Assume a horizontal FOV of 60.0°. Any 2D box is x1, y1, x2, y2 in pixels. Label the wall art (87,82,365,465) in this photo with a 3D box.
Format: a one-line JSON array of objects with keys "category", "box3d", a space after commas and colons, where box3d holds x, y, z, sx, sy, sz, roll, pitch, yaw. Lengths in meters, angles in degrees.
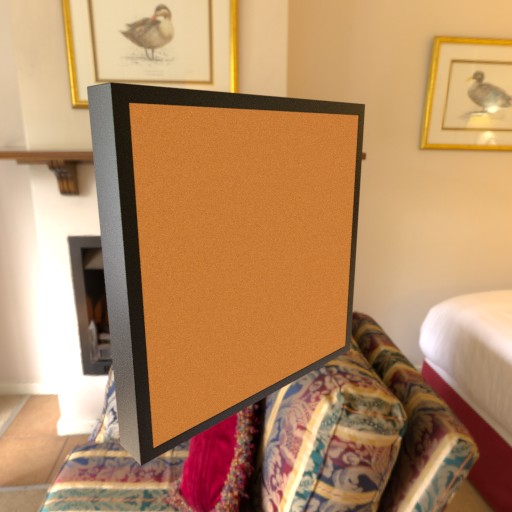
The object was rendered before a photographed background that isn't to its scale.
[{"category": "wall art", "box3d": [0.000, 0.000, 0.442, 0.299, 0.299, 0.037, -14, 21, -42]}]
